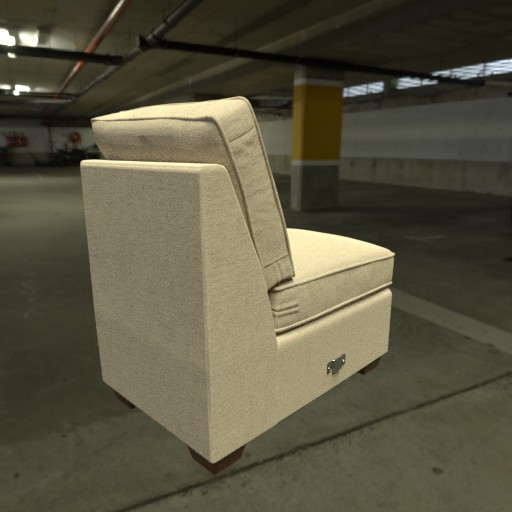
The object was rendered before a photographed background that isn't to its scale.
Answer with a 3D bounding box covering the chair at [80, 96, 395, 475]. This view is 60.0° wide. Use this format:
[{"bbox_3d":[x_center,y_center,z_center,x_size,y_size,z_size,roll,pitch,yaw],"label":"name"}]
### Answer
[{"bbox_3d":[0.000,0.000,1.548,0.621,0.970,0.938,13,19,43],"label":"chair"}]
